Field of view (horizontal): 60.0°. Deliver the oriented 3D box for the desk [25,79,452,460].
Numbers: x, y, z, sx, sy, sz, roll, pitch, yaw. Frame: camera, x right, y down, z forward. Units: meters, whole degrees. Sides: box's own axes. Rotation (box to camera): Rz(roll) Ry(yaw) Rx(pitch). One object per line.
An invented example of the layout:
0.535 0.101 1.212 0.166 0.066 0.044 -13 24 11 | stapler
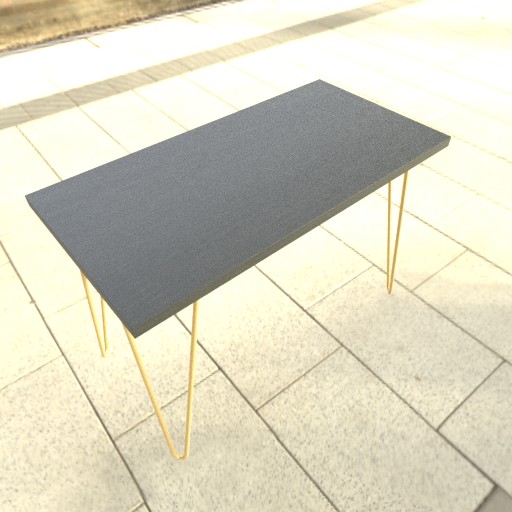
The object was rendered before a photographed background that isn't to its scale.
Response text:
0.000 0.000 1.357 0.991 0.660 0.499 -31 53 -28 | desk
